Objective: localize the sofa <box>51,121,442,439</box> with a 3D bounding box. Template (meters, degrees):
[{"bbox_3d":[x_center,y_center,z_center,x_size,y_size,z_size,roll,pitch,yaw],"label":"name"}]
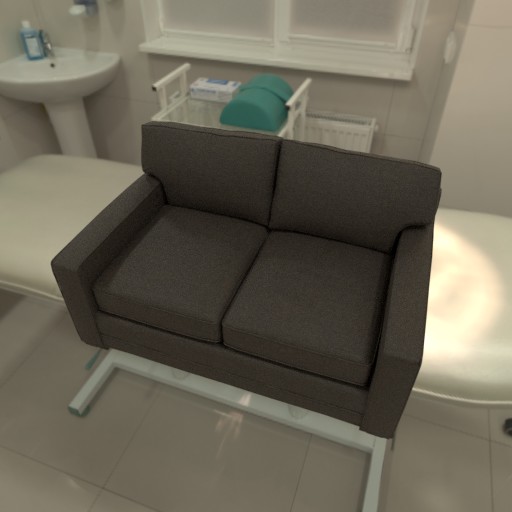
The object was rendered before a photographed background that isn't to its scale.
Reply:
[{"bbox_3d":[0.000,0.000,2.098,1.534,0.887,0.974,13,42,15],"label":"sofa"}]
